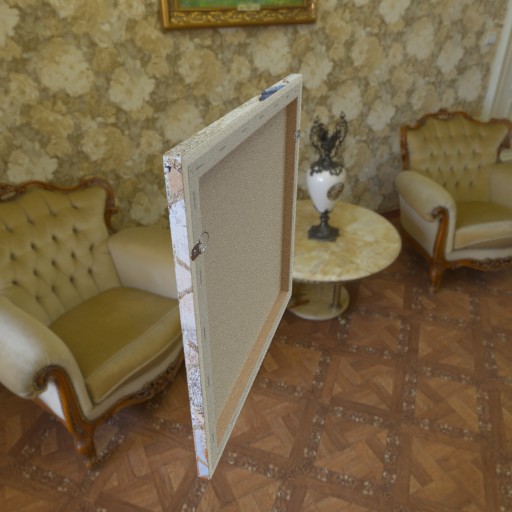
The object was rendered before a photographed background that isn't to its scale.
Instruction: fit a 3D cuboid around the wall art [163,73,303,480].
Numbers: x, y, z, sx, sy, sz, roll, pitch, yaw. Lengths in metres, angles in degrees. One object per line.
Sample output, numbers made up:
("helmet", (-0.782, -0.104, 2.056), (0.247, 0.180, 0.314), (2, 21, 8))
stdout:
("wall art", (0.000, 0.000, 1.354), (0.039, 0.914, 0.912), (10, 32, 15))
